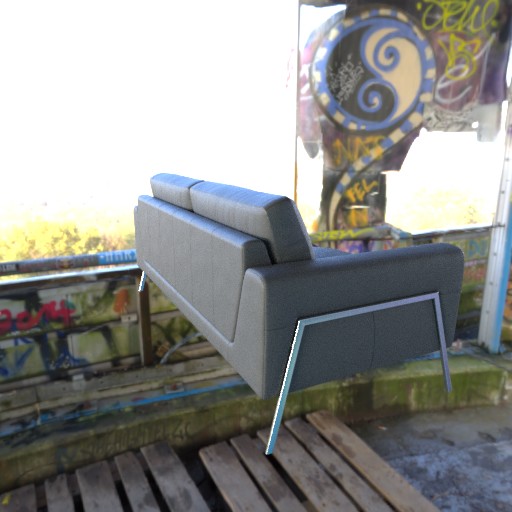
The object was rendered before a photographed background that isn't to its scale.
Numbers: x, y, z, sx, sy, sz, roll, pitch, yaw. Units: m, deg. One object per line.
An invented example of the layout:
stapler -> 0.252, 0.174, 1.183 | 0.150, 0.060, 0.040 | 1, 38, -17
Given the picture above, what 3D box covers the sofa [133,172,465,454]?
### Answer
sofa -> 0.000, 0.000, 2.516 | 0.953, 0.875, 2.017 | -7, 16, -26
